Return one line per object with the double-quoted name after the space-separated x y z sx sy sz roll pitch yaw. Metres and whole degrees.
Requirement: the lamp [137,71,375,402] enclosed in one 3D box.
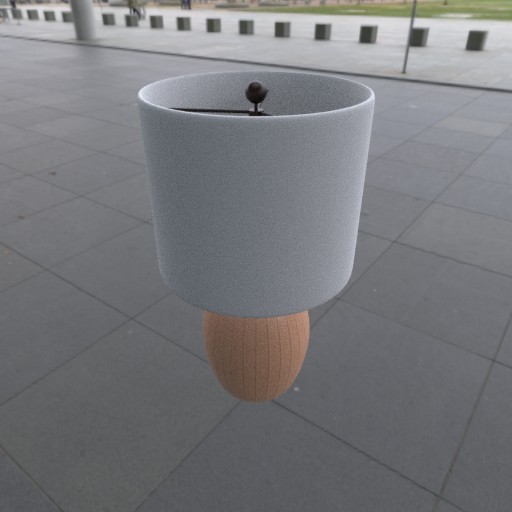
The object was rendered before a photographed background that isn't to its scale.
0.000 0.000 0.765 0.329 0.570 0.329 0 31 0 "lamp"
